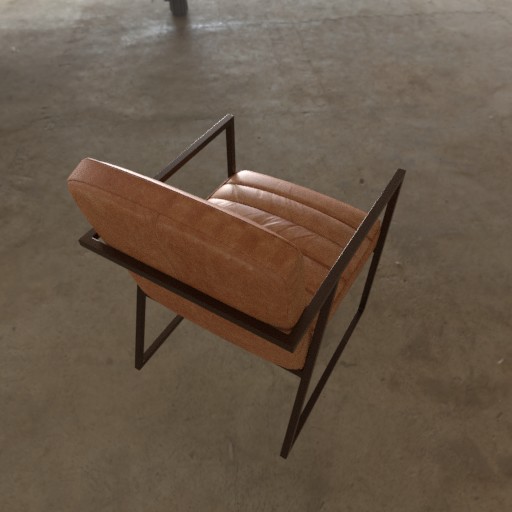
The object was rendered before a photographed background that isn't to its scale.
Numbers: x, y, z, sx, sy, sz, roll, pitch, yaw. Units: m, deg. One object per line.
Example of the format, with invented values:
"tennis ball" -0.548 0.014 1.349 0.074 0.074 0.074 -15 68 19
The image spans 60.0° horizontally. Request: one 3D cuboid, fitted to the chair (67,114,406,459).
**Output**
"chair" 0.000 0.000 1.243 0.571 0.832 0.677 24 52 20
